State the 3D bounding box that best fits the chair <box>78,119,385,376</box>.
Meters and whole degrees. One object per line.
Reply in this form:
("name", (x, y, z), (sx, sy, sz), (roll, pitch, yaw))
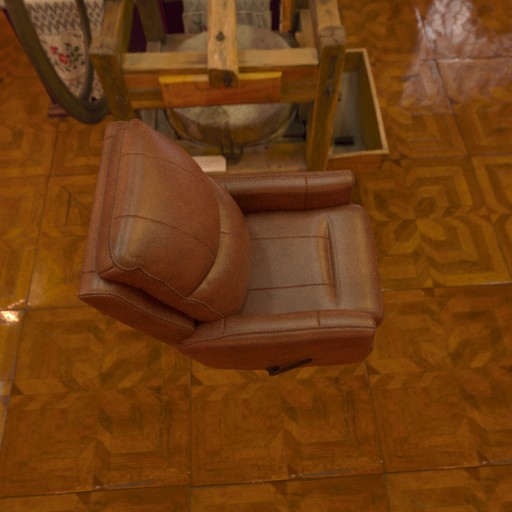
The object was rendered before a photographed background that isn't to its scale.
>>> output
("chair", (0.000, 0.000, 1.807), (1.072, 1.016, 0.821), (-1, 64, -1))
